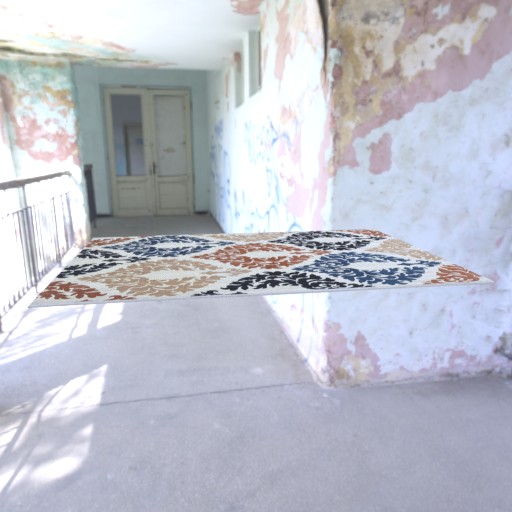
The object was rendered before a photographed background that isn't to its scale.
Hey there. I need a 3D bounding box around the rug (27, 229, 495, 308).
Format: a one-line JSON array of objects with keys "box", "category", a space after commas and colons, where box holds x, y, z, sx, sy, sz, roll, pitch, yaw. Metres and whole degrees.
[{"box": [0.000, 0.000, 2.838, 2.275, 0.014, 1.514, -2, 14, -9], "category": "rug"}]
